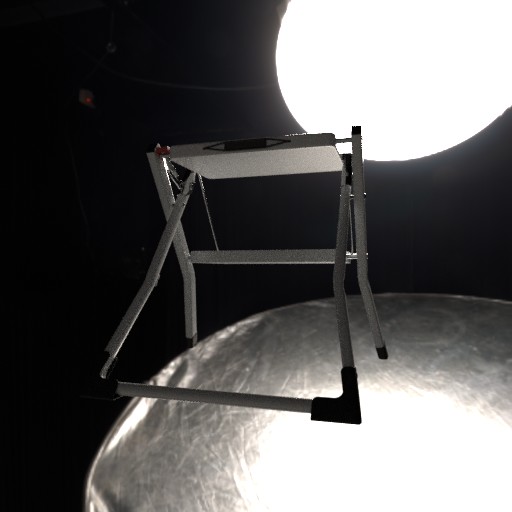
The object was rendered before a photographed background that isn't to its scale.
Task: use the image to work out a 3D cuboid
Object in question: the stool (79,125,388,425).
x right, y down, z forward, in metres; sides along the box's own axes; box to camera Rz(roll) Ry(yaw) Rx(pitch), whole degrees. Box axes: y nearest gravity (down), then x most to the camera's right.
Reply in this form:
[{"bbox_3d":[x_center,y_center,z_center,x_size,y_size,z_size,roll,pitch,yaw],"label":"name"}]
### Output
[{"bbox_3d":[0.000,0.000,0.859,0.485,0.445,0.490,-1,-2,17],"label":"stool"}]
